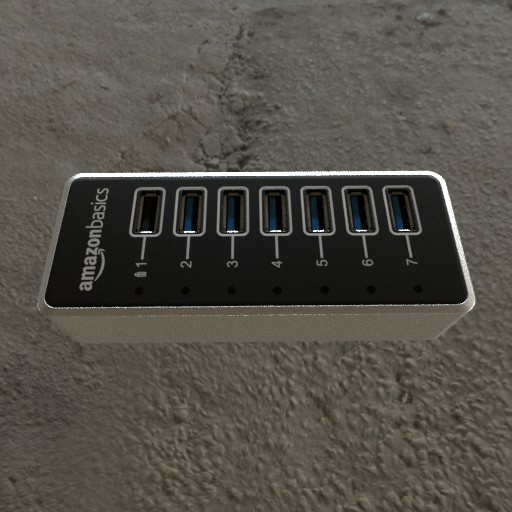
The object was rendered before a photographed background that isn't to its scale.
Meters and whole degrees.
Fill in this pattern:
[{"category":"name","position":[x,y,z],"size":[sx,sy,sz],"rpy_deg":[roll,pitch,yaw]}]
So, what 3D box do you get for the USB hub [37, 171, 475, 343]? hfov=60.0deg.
[{"category":"USB hub","position":[0.000,0.000,0.129],"size":[0.110,0.023,0.044],"rpy_deg":[0,62,0]}]
